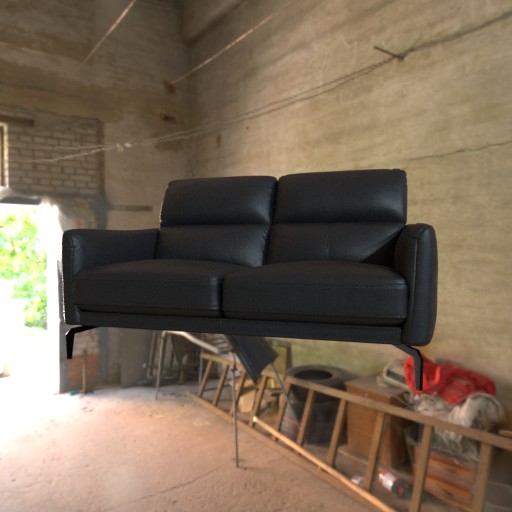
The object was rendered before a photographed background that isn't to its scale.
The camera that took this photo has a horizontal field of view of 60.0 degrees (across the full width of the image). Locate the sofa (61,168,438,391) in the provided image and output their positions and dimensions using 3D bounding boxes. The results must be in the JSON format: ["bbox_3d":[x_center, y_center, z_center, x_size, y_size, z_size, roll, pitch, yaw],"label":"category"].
[{"bbox_3d":[0.000,0.000,2.145,1.596,0.920,0.958,0,1,17],"label":"sofa"}]
